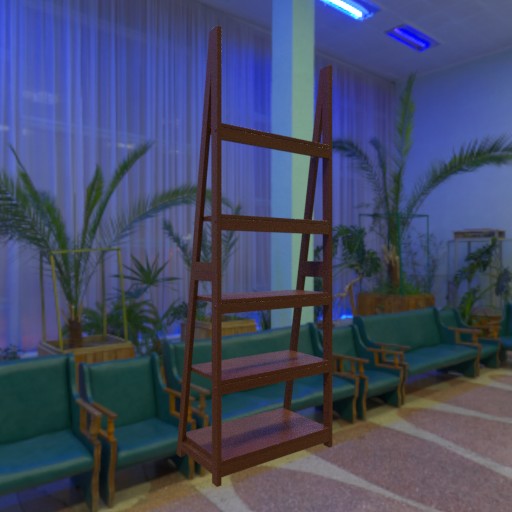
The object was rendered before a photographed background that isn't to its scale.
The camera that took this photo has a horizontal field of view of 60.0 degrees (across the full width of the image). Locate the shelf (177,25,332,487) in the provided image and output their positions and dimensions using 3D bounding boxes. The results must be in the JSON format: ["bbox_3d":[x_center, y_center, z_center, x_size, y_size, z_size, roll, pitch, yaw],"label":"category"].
[{"bbox_3d":[0.000,0.000,2.034,0.630,1.780,0.356,0,0,-36],"label":"shelf"}]
